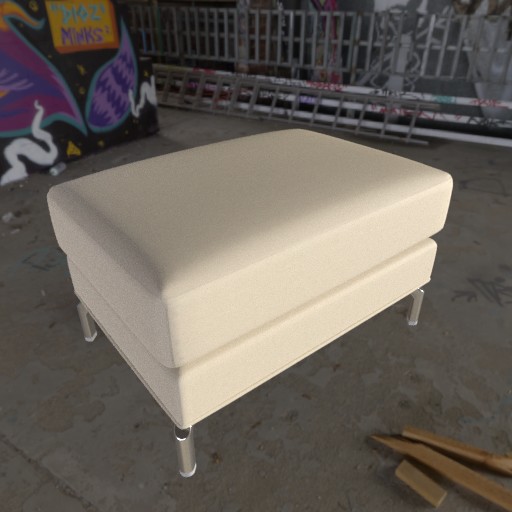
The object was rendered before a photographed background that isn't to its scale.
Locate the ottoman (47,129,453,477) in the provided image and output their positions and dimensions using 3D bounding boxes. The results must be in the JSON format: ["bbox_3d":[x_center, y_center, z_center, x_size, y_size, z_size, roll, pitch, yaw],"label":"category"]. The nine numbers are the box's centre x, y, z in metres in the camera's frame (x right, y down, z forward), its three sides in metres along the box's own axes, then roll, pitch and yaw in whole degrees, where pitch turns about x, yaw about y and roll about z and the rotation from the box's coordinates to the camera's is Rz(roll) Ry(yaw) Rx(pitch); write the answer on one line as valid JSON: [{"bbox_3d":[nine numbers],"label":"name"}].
[{"bbox_3d":[0.000,0.000,1.170,0.835,0.497,0.581,-22,37,-33],"label":"ottoman"}]
